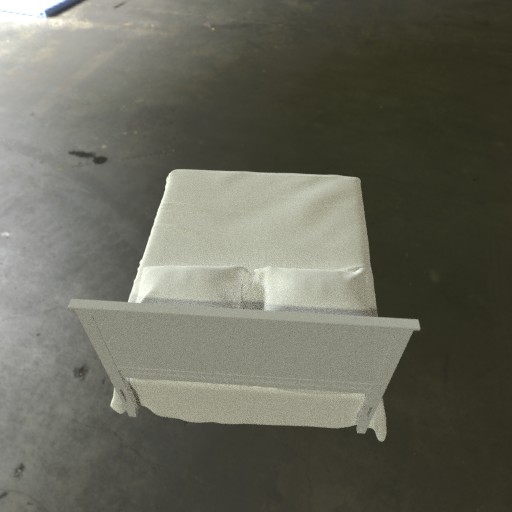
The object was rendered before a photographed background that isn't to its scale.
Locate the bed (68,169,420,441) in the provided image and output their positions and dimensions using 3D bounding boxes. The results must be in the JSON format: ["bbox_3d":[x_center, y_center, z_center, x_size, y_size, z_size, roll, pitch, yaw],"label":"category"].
[{"bbox_3d":[0.000,0.000,3.190,1.876,1.269,2.047,3,47,3],"label":"bed"}]
